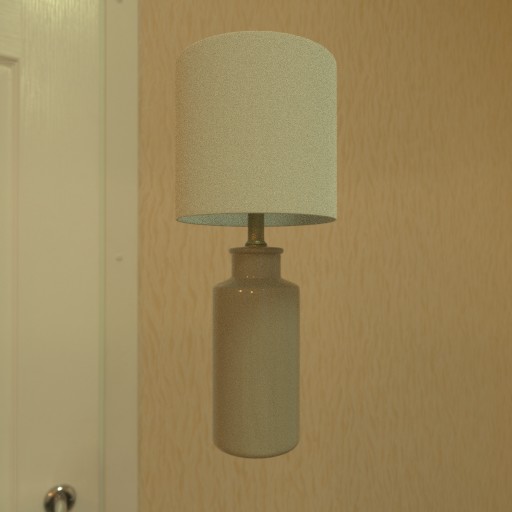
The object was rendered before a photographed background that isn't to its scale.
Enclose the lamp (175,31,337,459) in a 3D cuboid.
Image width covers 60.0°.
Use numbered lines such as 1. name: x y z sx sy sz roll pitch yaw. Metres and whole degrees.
1. lamp: 0.000 0.000 0.590 0.212 0.493 0.212 0 0 35
